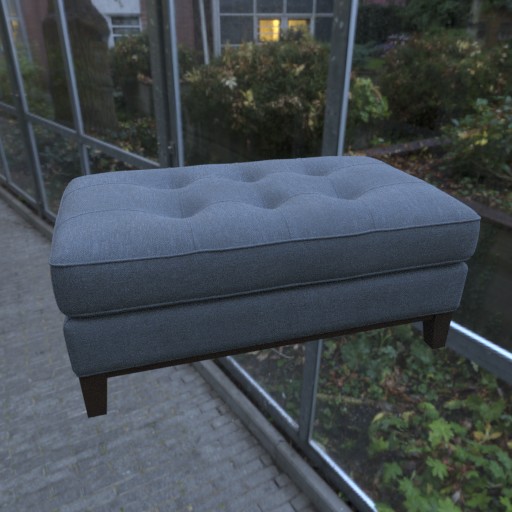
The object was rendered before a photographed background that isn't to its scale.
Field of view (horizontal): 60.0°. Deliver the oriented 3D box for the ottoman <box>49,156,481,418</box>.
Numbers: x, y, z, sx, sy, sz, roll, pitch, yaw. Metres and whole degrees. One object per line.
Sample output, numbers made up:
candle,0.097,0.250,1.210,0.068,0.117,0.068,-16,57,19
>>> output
ottoman,0.000,0.000,1.433,1.143,0.514,0.648,-7,28,-14
